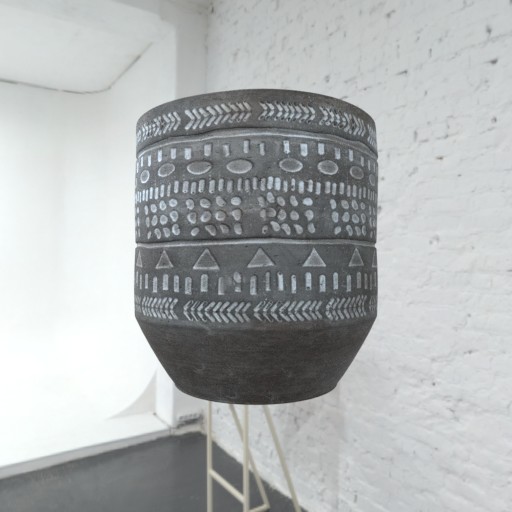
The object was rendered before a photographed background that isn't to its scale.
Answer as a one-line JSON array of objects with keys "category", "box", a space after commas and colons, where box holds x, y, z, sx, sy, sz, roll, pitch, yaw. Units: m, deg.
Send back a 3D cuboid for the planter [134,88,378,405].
[{"category": "planter", "box": [0.000, 0.000, 0.268, 0.142, 0.149, 0.142, 0, -1, 0]}]
